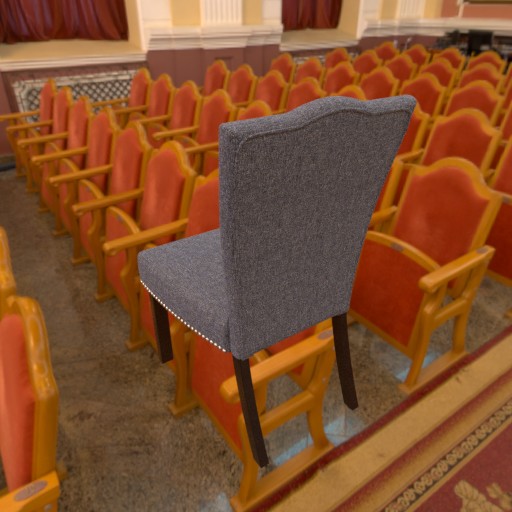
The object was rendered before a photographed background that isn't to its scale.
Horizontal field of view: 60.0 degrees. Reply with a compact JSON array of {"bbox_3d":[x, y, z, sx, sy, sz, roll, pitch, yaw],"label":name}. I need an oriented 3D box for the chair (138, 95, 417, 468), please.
[{"bbox_3d":[0.000,0.000,1.270,0.518,0.946,0.589,-19,35,-29],"label":"chair"}]
